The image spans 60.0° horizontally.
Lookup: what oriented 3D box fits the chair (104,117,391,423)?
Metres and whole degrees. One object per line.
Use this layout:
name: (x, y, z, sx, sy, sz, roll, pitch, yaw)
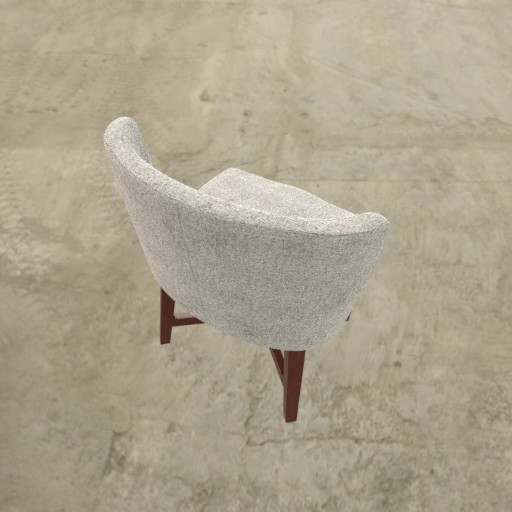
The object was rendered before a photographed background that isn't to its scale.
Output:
chair: (0.000, 0.000, 1.310, 0.728, 0.827, 0.575, 25, 52, 22)
